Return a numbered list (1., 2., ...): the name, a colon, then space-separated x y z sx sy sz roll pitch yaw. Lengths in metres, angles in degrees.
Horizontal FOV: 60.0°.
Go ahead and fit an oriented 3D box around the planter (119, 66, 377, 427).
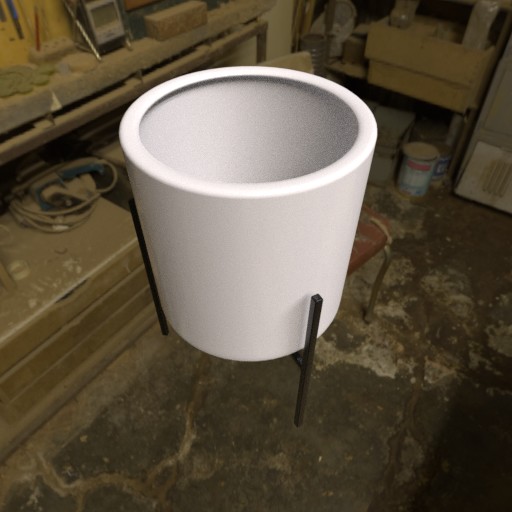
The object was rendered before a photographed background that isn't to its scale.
1. planter: 0.000 0.000 0.511 0.239 0.356 0.239 29 52 26
